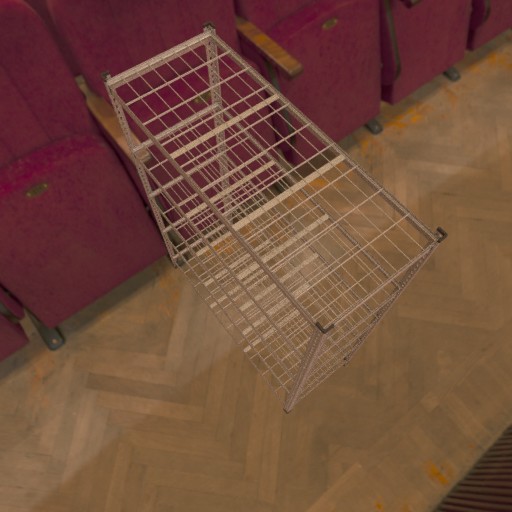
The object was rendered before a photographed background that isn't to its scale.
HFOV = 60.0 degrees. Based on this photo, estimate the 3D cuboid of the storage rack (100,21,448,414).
[{"bbox_3d":[0.000,0.000,2.694,0.610,1.981,1.524,-35,68,-16],"label":"storage rack"}]
